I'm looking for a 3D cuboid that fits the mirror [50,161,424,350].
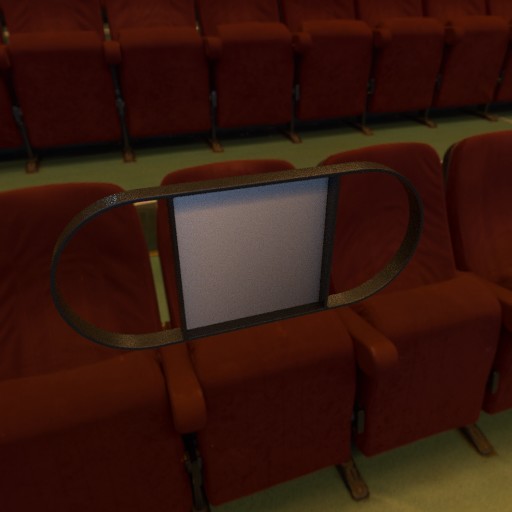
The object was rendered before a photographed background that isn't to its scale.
[{"bbox_3d":[0.000,0.000,0.683,0.584,0.254,0.032,-10,33,-16],"label":"mirror"}]
